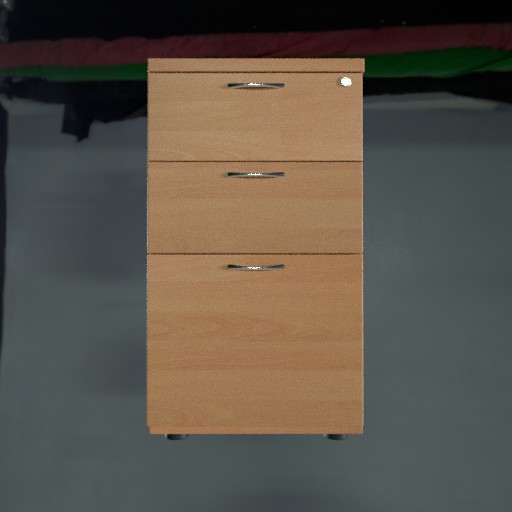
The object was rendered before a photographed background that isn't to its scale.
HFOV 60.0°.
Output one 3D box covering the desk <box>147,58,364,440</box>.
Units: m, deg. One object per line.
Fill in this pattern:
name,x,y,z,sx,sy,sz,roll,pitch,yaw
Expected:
desk,0.000,0.000,1.110,0.404,0.730,0.600,0,-1,0
